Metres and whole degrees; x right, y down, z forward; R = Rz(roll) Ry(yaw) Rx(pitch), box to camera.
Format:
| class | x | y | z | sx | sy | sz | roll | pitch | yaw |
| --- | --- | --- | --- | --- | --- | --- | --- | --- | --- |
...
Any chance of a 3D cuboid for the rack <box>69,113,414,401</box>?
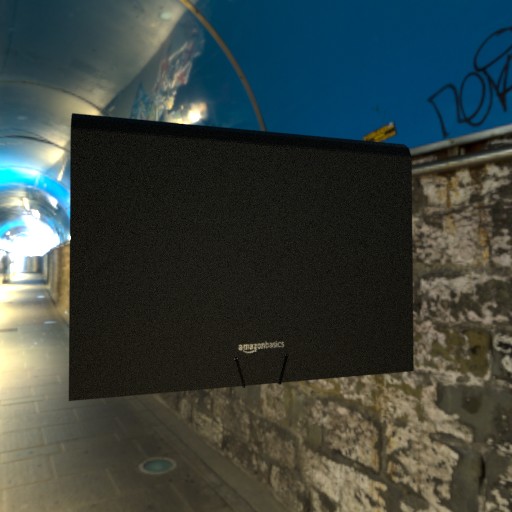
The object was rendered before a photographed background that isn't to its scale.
| class | x | y | z | sx | sy | sz | roll | pitch | yaw |
| --- | --- | --- | --- | --- | --- | --- | --- | --- | --- |
| rack | 0.000 | 0.000 | 0.428 | 0.330 | 0.241 | 0.041 | 0 | -1 | -17 |
